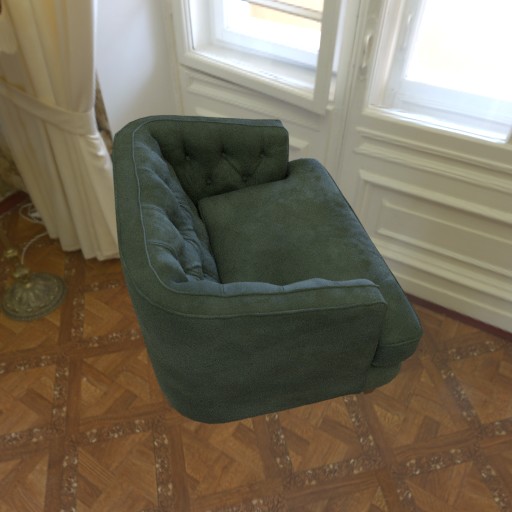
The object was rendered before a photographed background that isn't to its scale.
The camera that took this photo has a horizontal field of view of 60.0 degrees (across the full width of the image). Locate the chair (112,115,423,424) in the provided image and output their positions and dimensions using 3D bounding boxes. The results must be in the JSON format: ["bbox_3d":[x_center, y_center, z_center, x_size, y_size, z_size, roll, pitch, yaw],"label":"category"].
[{"bbox_3d":[0.000,0.000,1.782,0.941,0.852,1.104,-11,47,-10],"label":"chair"}]
